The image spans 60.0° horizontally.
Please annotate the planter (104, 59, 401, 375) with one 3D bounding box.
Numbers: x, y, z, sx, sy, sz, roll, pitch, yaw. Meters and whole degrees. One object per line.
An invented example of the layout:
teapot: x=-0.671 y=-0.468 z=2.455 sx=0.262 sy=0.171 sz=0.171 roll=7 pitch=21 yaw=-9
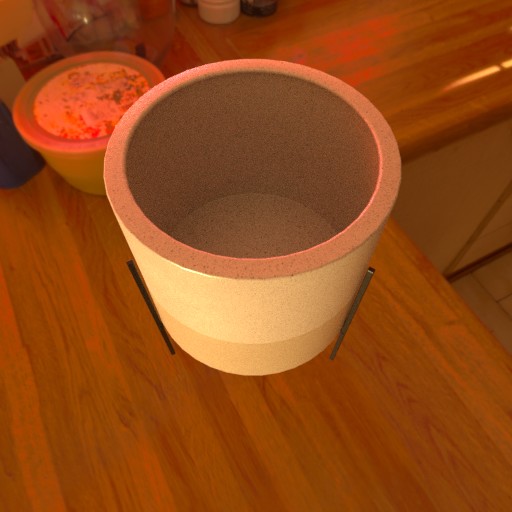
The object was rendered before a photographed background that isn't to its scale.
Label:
planter: x=0.000 y=0.000 z=0.738 sx=0.368 sy=0.484 sz=0.359 roll=28 pitch=63 yaw=16
